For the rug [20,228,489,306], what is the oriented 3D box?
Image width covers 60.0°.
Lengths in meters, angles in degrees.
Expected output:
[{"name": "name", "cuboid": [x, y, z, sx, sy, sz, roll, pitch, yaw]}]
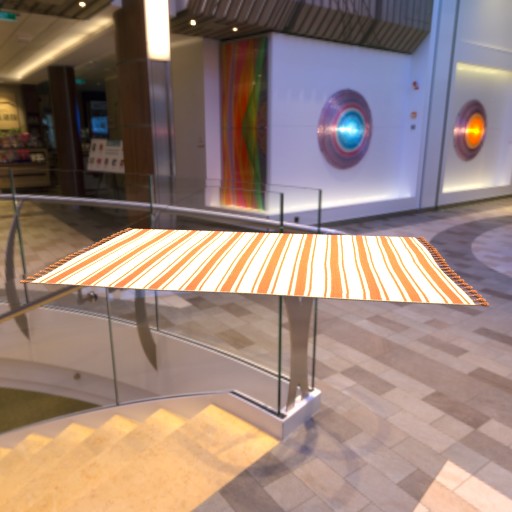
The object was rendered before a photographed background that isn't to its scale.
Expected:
[{"name": "rug", "cuboid": [0.000, 0.000, 2.508, 2.092, 0.017, 1.232, 2, 16, 8]}]
